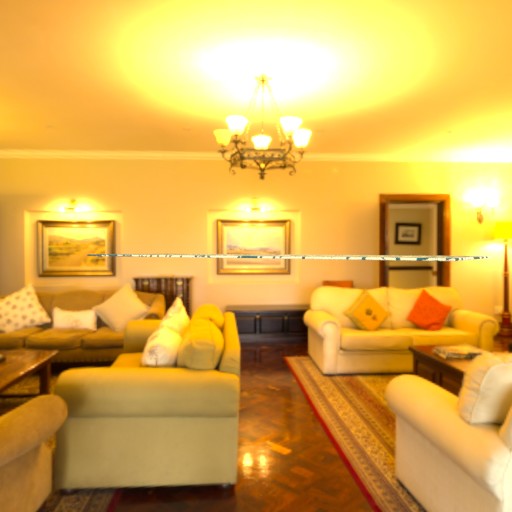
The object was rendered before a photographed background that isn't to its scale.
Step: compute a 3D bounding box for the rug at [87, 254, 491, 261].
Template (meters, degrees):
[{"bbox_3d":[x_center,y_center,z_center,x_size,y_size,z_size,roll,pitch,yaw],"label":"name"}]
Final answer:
[{"bbox_3d":[0.000,0.000,2.688,2.435,0.011,0.750,1,1,37],"label":"rug"}]
